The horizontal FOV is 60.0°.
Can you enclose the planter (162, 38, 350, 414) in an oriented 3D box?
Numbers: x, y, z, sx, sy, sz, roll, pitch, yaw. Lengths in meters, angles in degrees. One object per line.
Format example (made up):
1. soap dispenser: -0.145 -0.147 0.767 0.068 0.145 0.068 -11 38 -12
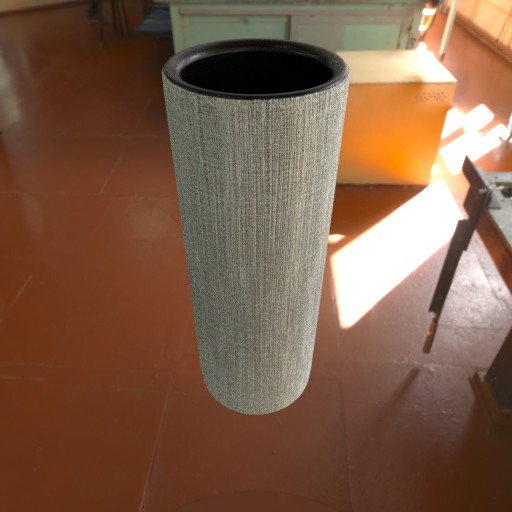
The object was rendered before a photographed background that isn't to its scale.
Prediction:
1. planter: 0.000 0.000 0.323 0.100 0.270 0.100 26 47 28
